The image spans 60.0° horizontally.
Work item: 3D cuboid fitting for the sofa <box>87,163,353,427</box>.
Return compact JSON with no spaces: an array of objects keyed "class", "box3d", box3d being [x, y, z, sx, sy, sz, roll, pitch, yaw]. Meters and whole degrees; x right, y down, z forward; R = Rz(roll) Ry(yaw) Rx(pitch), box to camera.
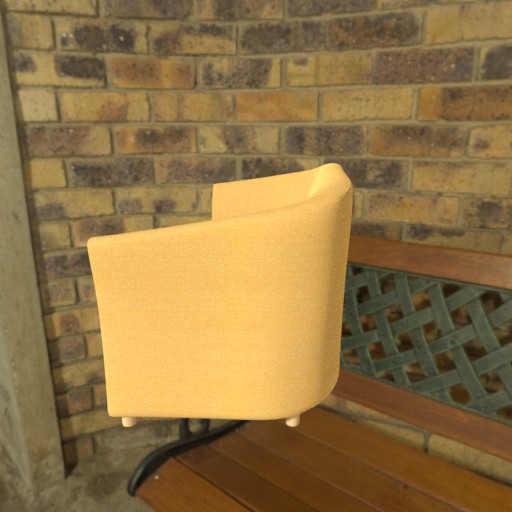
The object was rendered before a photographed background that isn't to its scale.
[{"class":"sofa","box3d":[0.000,0.000,1.851,0.705,0.721,1.452,2,15,8]}]
